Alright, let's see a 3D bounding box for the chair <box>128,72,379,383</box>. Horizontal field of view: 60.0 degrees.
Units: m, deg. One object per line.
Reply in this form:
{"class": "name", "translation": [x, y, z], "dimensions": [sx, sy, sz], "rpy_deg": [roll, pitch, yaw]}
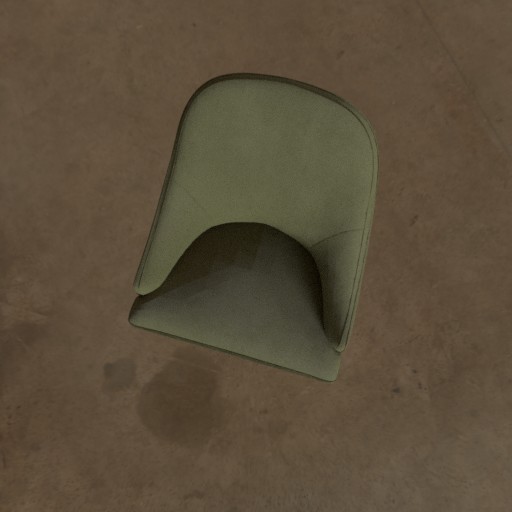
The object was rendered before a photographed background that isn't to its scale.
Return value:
{"class": "chair", "translation": [0.000, 0.000, 1.296], "dimensions": [0.643, 0.889, 0.575], "rpy_deg": [15, 75, 4]}
